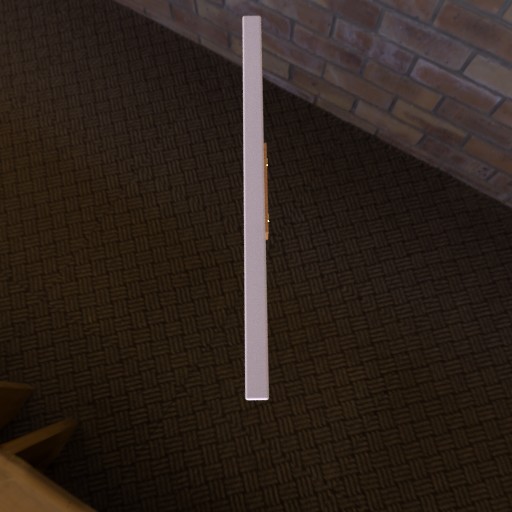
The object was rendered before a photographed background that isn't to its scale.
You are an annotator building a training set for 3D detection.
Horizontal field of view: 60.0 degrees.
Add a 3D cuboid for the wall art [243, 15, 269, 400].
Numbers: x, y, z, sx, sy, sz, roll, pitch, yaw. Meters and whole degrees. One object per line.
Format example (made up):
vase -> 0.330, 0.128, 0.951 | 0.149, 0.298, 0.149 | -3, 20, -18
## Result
wall art -> 0.000, 0.000, 1.307 | 0.045, 1.014, 0.759 | -1, 75, 0
